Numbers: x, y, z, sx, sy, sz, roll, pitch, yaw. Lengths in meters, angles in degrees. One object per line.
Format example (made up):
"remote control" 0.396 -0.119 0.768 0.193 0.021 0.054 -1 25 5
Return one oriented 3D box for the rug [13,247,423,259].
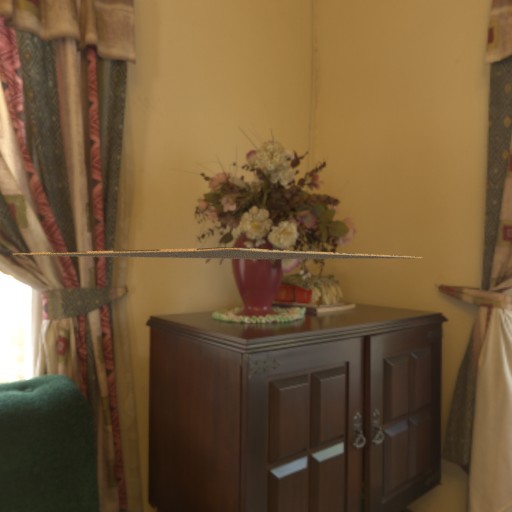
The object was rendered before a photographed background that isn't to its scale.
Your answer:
"rug" 0.000 0.000 2.063 1.072 0.013 1.698 -1 -1 35
